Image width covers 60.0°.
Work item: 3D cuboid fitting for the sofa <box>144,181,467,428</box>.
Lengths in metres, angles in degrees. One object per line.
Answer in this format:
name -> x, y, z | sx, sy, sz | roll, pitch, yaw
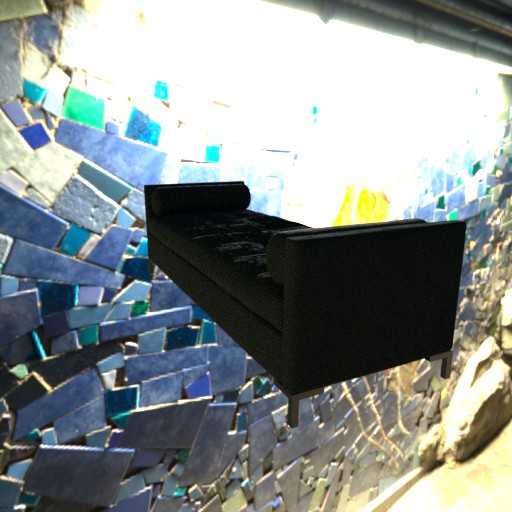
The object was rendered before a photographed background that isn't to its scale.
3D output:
sofa -> 0.000, 0.000, 2.492 | 0.797, 0.657, 2.102 | -7, 16, -25
